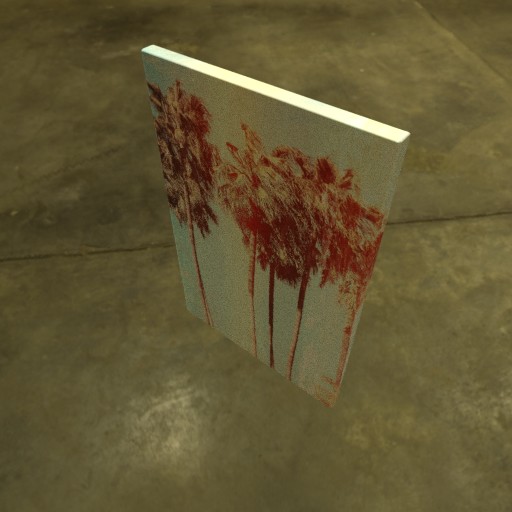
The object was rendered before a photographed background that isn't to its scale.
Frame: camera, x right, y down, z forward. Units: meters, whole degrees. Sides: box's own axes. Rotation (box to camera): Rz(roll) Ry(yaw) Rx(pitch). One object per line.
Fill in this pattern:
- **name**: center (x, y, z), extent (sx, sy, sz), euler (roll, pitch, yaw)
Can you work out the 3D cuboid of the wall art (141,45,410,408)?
- **wall art**: center (0.000, 0.000, 1.156), extent (0.605, 0.915, 0.037), euler (29, 52, 26)
